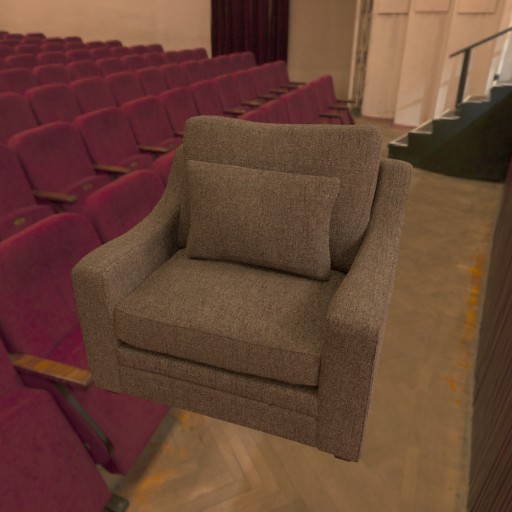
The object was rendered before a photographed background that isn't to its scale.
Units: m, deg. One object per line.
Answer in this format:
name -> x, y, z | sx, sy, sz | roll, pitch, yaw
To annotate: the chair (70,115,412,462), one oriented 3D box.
chair -> 0.000, 0.000, 1.885 | 1.138, 1.037, 1.009 | 9, 29, 17
